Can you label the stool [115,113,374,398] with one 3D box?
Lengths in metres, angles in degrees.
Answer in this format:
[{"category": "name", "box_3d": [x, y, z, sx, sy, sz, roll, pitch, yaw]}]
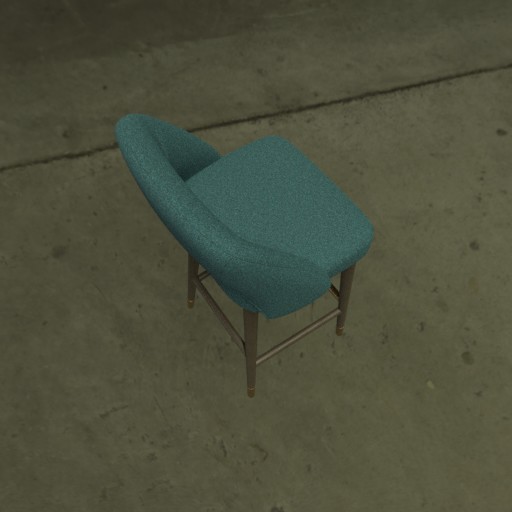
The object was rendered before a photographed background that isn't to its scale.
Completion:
[{"category": "stool", "box_3d": [0.000, 0.000, 1.333, 0.522, 1.032, 0.536, -31, 63, -18]}]
